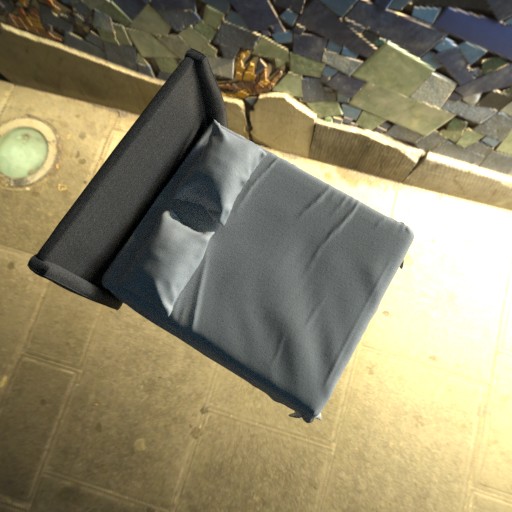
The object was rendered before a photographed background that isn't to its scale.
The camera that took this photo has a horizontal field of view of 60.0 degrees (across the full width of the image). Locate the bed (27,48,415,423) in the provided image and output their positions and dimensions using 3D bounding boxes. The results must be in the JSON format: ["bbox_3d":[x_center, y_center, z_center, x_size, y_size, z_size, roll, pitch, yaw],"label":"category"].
[{"bbox_3d":[0.000,0.000,3.476,2.276,1.332,1.925,30,78,7],"label":"bed"}]
